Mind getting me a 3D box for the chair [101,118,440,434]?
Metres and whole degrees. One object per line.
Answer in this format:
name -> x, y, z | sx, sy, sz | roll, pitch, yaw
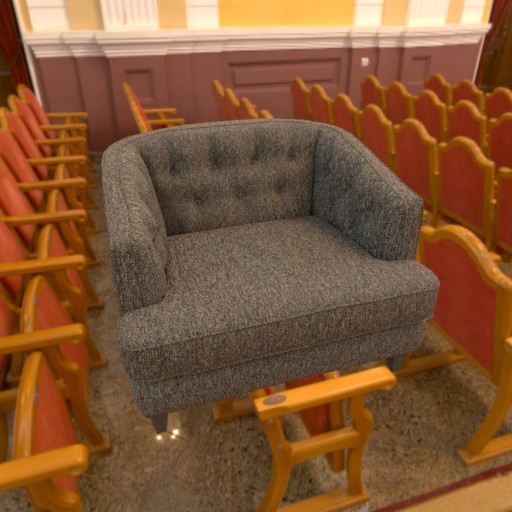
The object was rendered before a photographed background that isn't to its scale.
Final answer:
chair -> 0.000, 0.000, 1.764 | 1.104, 0.852, 0.941 | -9, 32, -15
